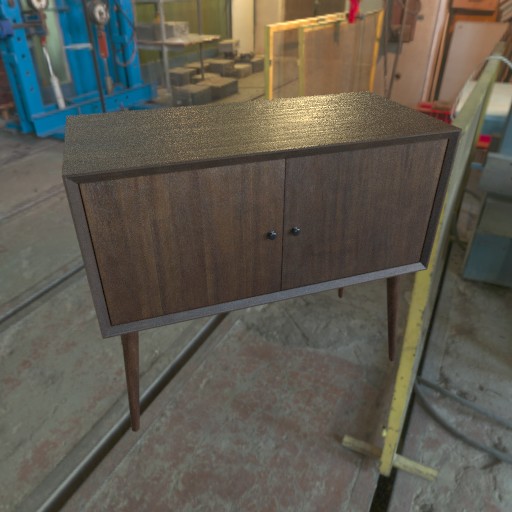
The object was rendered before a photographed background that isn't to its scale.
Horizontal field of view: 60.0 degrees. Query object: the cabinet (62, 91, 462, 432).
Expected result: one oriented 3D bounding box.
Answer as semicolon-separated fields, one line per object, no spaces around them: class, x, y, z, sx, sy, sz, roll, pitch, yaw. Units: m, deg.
cabinet;0.000;0.000;1.091;0.743;0.654;0.354;-10;34;-16
